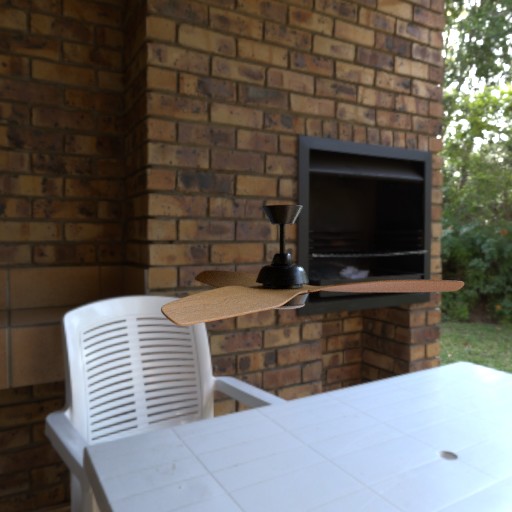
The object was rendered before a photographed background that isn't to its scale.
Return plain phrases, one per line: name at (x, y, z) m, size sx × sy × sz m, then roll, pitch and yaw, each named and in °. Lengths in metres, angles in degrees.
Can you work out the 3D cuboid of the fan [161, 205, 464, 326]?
fan at (0.000, 0.000, 1.672) m, size 1.142 × 0.355 × 1.010 m, roll -2°, pitch 3°, yaw -35°
